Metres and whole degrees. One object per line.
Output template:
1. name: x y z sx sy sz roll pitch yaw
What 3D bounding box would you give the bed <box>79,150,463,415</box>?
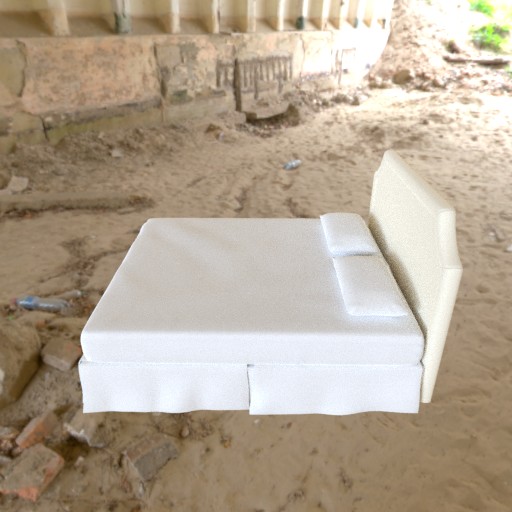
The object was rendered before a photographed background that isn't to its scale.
1. bed: 0.000 0.000 4.119 2.773 1.590 2.350 0 28 1
